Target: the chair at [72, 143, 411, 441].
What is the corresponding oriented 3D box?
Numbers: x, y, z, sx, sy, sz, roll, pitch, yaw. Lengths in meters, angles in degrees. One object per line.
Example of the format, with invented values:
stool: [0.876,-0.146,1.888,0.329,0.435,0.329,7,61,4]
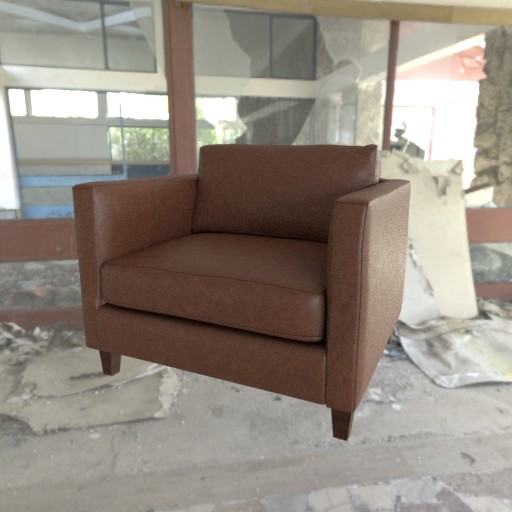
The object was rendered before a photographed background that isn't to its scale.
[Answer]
chair: [0.000,0.000,1.844,1.107,0.917,0.959,6,15,25]
